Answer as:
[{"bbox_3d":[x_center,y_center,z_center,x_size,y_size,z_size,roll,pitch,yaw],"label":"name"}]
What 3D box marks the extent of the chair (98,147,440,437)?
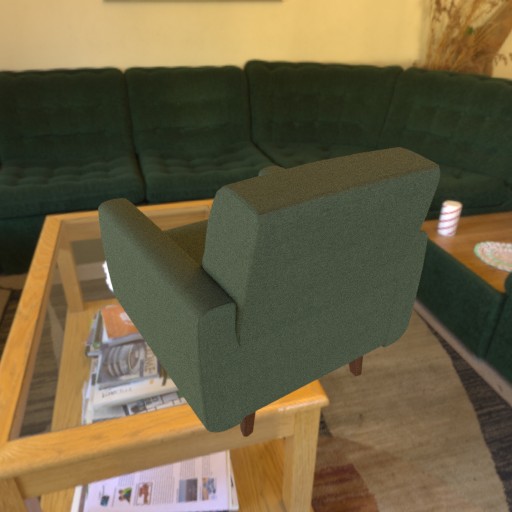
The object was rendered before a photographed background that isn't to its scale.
[{"bbox_3d":[0.000,0.000,1.543,0.831,0.841,0.909,-18,34,-28],"label":"chair"}]
